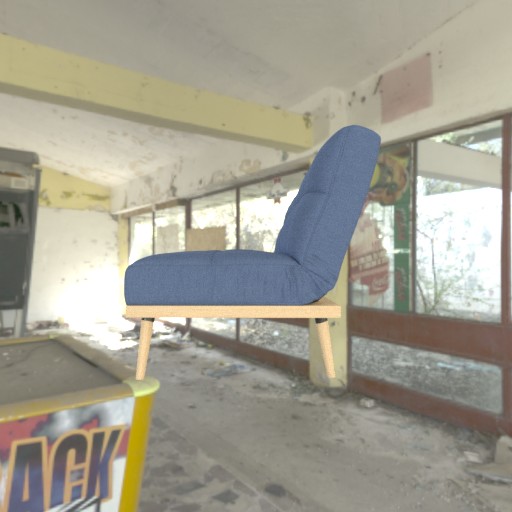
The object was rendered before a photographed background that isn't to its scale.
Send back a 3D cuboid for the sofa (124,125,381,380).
[{"bbox_3d":[0.000,0.000,2.232,0.796,0.800,1.800,0,-1,1],"label":"sofa"}]
